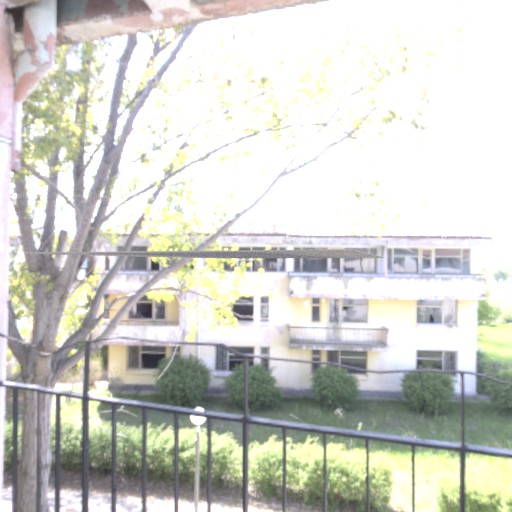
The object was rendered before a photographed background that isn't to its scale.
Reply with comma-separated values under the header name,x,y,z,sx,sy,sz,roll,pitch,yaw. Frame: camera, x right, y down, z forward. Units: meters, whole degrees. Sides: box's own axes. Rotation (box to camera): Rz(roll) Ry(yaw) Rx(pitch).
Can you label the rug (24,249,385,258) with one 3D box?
name,x,y,z,sx,sy,sz,roll,pitch,yaw
rug,0.000,0.000,2.333,1.219,0.005,1.828,0,-1,19
